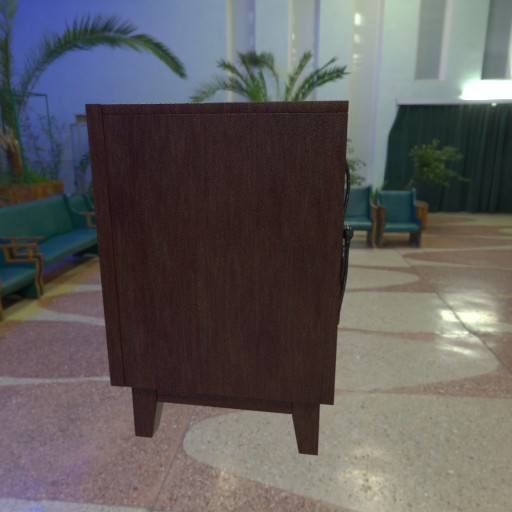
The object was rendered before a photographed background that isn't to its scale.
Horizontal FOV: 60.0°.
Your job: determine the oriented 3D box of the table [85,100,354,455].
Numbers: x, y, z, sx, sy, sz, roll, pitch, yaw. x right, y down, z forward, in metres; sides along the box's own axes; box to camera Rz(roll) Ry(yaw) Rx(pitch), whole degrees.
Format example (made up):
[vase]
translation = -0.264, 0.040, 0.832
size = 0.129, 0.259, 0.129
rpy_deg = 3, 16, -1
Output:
[table]
translation = 0.000, 0.000, 0.994
size = 0.449, 0.609, 0.557
rpy_deg = 2, 15, 9
